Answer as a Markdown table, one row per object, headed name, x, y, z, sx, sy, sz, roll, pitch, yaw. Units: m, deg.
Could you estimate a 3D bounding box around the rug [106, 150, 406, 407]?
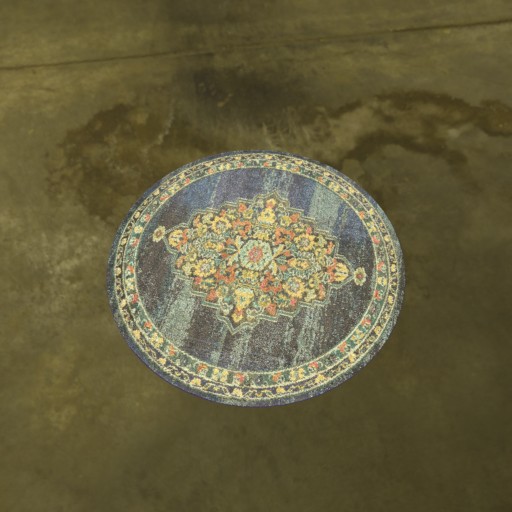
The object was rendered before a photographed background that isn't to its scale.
| name | x | y | z | sx | sy | sz | roll | pitch | yaw |
| --- | --- | --- | --- | --- | --- | --- | --- | --- | --- |
| rug | 0.000 | 0.000 | 2.396 | 1.591 | 0.010 | 1.591 | 0 | 58 | 0 |
